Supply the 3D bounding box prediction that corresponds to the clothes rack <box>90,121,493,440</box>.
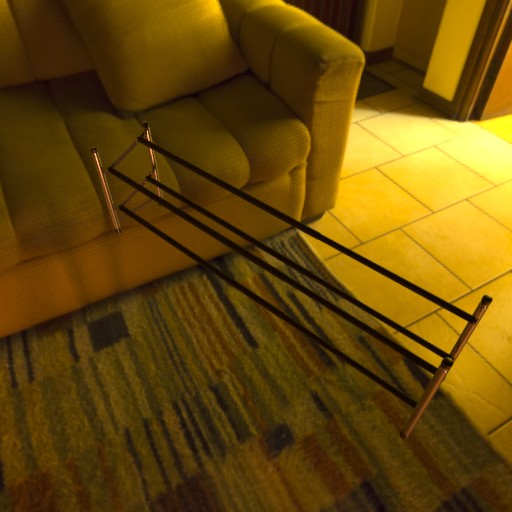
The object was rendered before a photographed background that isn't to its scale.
[{"bbox_3d":[0.000,0.000,1.287,1.168,0.349,0.229,32,54,27],"label":"clothes rack"}]
